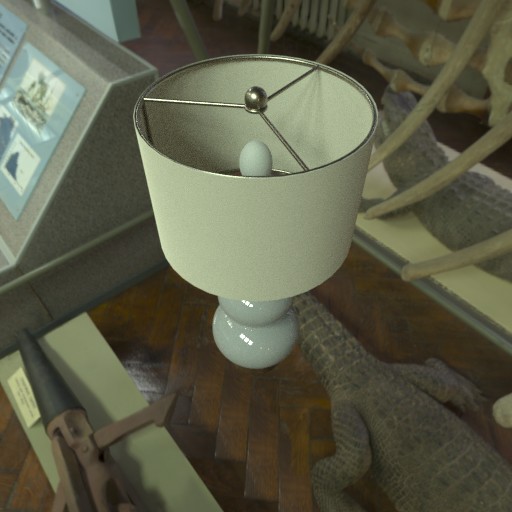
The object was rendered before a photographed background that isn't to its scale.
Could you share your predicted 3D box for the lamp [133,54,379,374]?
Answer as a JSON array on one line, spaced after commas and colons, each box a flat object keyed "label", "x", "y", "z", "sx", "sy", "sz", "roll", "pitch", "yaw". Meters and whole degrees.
[{"label": "lamp", "x": 0.000, "y": 0.000, "z": 0.922, "sx": 0.367, "sy": 0.730, "sz": 0.367, "roll": -32, "pitch": 55, "yaw": -26}]
